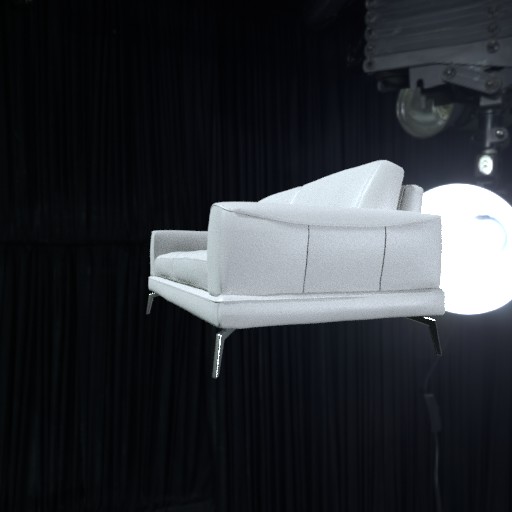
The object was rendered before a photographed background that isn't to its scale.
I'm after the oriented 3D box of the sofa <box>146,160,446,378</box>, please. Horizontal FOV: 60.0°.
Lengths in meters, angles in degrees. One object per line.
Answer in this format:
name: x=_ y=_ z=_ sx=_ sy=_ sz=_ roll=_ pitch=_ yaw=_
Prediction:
sofa: x=0.000 y=0.000 z=2.789 sx=1.121 sy=0.930 sz=2.177 roll=0 pitch=0 yaw=-20
